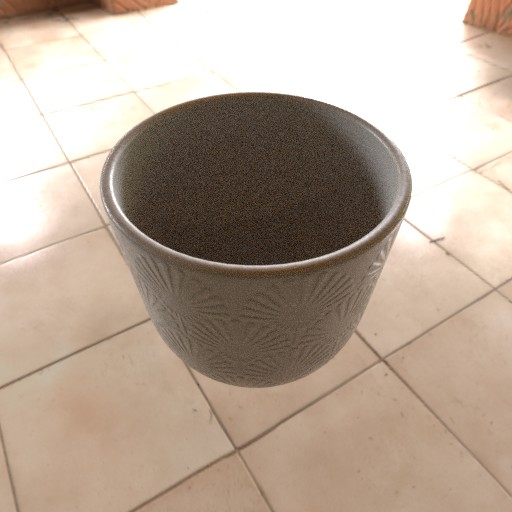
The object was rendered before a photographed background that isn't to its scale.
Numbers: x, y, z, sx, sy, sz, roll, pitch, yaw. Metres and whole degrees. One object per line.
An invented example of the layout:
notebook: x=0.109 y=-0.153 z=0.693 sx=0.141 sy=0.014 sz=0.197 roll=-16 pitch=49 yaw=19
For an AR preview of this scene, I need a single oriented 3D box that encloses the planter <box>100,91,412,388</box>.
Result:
planter: x=0.000 y=0.000 z=0.300 sx=0.170 sy=0.152 sz=0.170 roll=0 pitch=46 yaw=0
